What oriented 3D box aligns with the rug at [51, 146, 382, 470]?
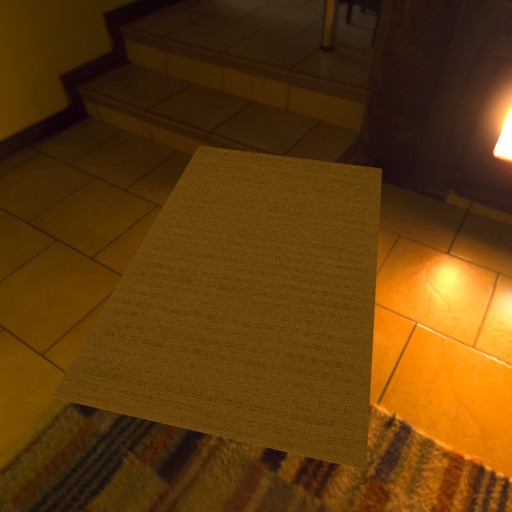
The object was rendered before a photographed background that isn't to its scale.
[{"bbox_3d":[0.000,0.000,2.138,1.142,0.006,1.752,9,46,9],"label":"rug"}]
